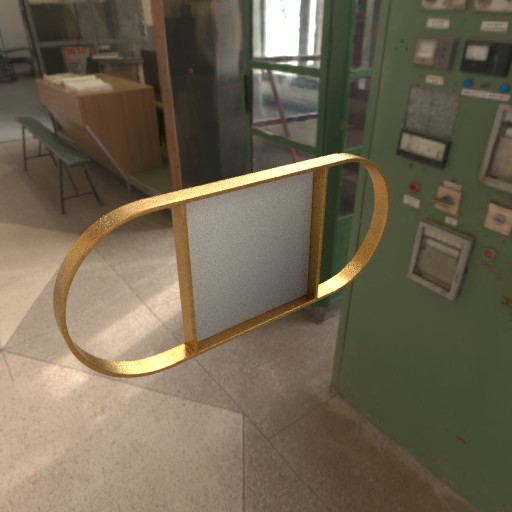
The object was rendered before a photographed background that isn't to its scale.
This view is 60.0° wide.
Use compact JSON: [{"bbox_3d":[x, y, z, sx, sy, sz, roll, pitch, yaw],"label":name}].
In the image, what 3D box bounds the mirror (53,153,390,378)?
[{"bbox_3d":[0.000,0.000,0.681,0.584,0.254,0.032,-20,35,-31],"label":"mirror"}]
